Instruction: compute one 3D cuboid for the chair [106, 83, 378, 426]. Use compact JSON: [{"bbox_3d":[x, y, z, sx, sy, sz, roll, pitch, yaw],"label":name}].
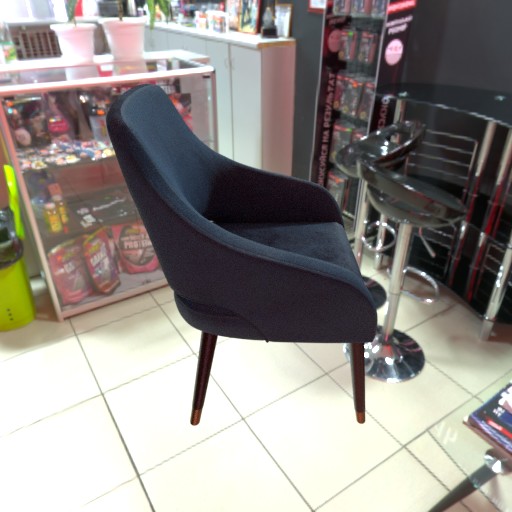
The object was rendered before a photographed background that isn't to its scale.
[{"bbox_3d":[0.000,0.000,1.547,0.794,1.081,0.683,0,32,0],"label":"chair"}]
